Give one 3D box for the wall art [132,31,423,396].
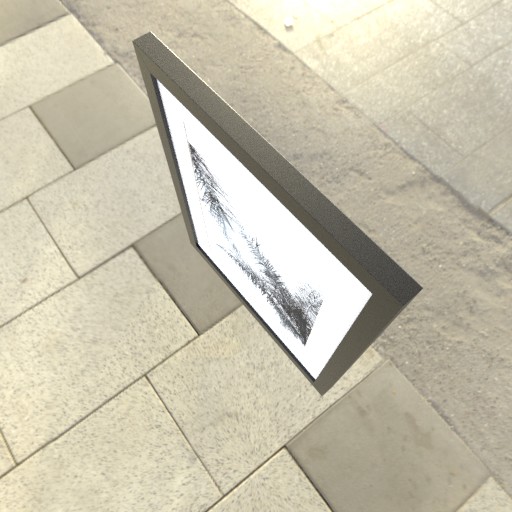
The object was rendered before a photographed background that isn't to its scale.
[{"bbox_3d":[0.000,0.000,0.737,0.028,0.557,0.457,-37,70,-16],"label":"wall art"}]
